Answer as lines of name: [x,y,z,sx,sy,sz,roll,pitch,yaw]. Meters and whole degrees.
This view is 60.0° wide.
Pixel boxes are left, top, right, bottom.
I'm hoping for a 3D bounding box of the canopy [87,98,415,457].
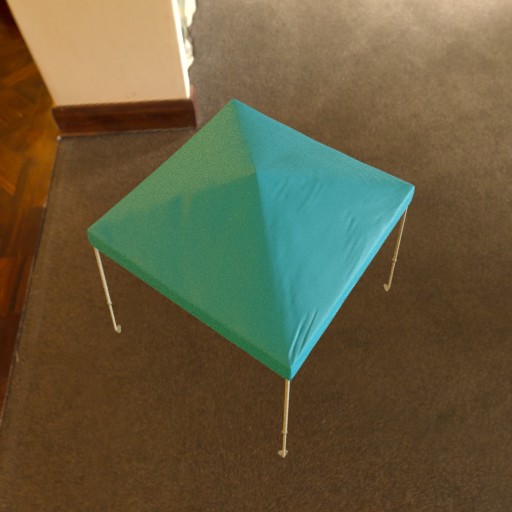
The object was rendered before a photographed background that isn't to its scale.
canopy: [0.000,0.000,5.179,2.849,2.850,2.850,31,63,18]
